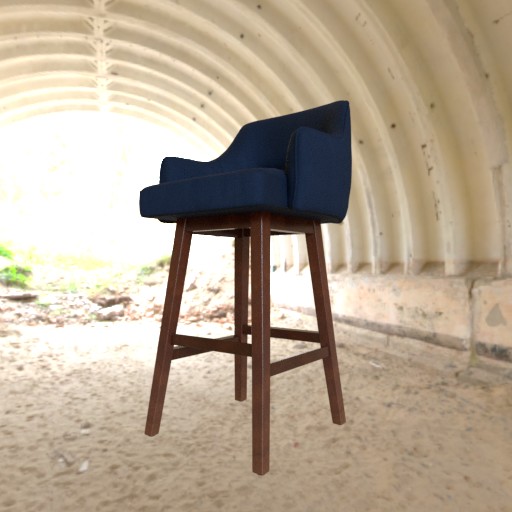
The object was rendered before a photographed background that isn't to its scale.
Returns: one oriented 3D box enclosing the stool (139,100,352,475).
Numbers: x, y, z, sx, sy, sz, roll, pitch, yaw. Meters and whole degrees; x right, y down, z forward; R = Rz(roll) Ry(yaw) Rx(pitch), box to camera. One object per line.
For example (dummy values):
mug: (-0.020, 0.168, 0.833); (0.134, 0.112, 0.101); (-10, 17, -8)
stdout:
stool: (0.000, 0.000, 1.370); (0.550, 1.041, 0.560); (-1, -2, 37)
